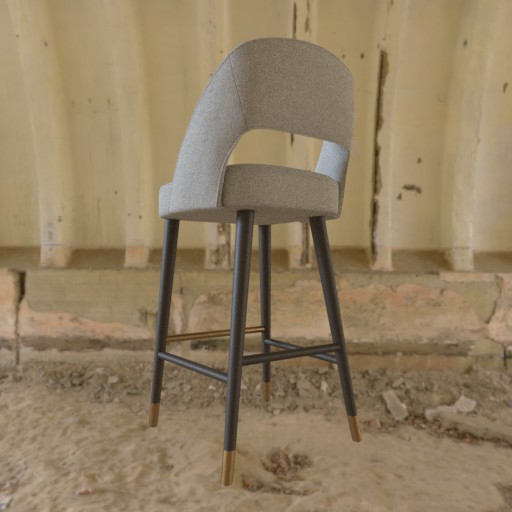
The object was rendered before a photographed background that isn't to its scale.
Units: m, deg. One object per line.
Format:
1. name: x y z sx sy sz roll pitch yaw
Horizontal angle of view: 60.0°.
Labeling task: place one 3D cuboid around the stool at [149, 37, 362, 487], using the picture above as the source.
1. stool: 0.000 0.000 1.281 0.494 1.037 0.509 1 -1 -35
